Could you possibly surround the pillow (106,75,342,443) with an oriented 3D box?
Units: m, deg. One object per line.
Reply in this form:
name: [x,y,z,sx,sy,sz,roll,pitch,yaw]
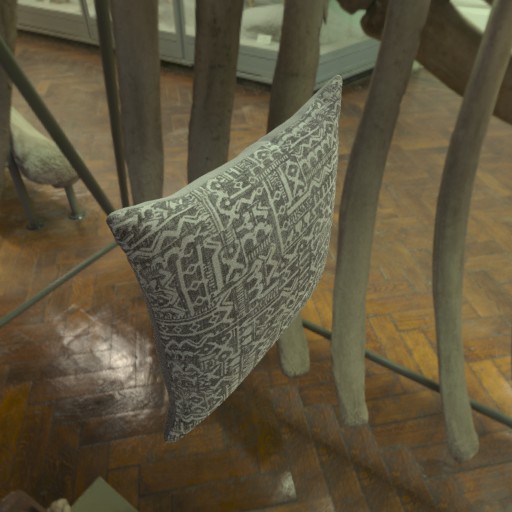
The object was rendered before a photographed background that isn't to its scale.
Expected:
pillow: [0.000,0.000,0.785,0.180,0.487,0.546,24,46,26]
